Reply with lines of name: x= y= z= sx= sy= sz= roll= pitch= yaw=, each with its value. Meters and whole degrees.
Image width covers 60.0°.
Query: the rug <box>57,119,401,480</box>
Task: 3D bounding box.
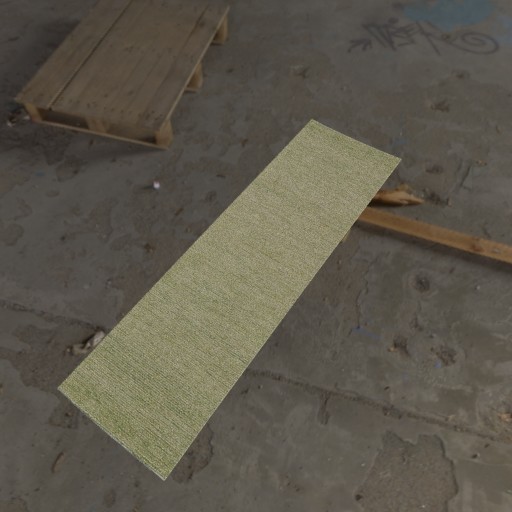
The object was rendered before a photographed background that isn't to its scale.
rug: x=0.000 y=0.000 z=2.522 sx=0.686 sy=0.013 sz=2.340 roll=31 pitch=63 yaw=18
